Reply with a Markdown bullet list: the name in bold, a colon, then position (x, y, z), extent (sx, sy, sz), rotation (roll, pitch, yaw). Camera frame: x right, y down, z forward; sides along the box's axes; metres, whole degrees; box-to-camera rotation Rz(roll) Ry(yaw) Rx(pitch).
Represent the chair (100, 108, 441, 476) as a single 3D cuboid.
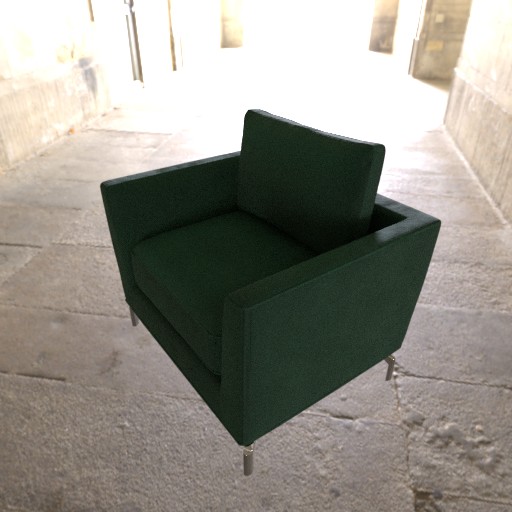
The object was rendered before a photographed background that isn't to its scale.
- **chair**: position (0.000, 0.000, 1.797), extent (0.852, 0.997, 1.047), rotation (-21, 37, -30)
